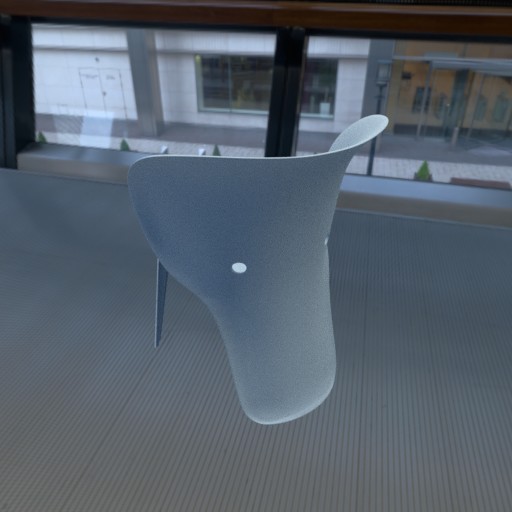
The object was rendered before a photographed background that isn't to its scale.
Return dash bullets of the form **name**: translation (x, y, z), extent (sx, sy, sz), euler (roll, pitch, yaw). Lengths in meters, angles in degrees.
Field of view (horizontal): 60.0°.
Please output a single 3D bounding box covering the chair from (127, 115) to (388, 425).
- **chair**: translation (0.000, 0.000, 0.891), extent (0.451, 0.554, 0.402), euler (-18, 36, -27)
